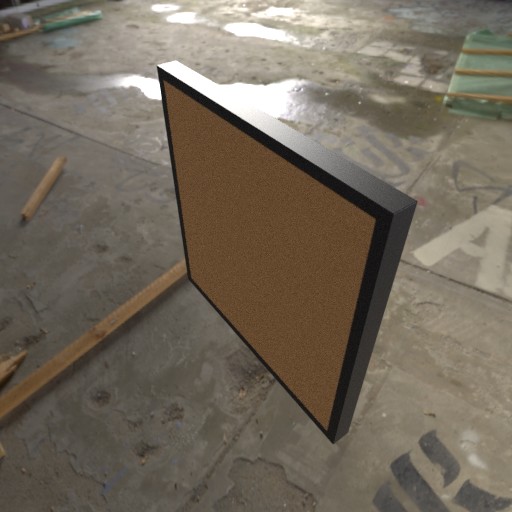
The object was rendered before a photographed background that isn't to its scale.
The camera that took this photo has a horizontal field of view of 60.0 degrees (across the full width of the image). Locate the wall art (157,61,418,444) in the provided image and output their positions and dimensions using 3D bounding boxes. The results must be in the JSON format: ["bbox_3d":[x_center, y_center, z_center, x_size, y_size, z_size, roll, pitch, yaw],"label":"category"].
[{"bbox_3d":[0.000,0.000,0.765,0.037,0.506,0.506,-27,49,-26],"label":"wall art"}]
